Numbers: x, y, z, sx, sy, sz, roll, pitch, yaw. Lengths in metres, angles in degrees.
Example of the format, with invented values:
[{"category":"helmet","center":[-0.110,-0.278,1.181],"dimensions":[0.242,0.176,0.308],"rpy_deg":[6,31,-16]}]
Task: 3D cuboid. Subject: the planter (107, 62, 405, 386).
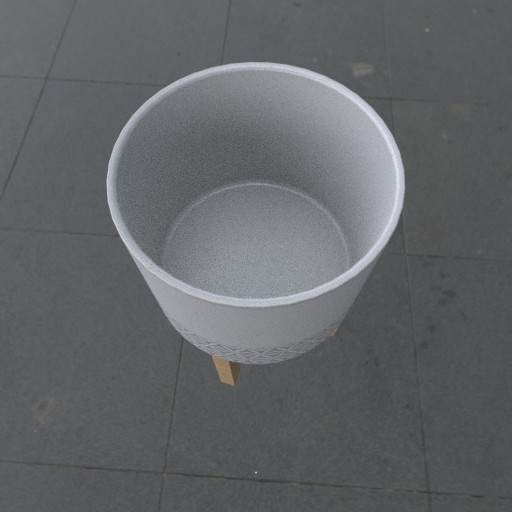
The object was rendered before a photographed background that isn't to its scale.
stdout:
[{"category":"planter","center":[0.000,0.000,0.398],"dimensions":[0.188,0.260,0.188],"rpy_deg":[0,64,0]}]
